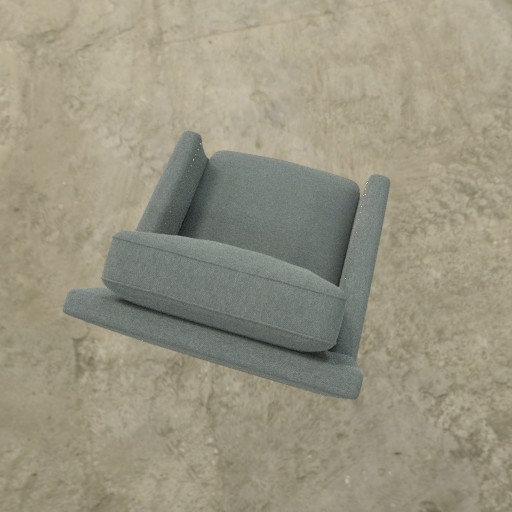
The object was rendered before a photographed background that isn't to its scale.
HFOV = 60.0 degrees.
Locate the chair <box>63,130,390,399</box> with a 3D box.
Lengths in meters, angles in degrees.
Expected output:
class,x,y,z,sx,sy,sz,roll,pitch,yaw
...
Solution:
class,x,y,z,sx,sy,sz,roll,pitch,yaw
chair,0.000,0.000,1.773,0.885,1.031,1.031,15,64,7
